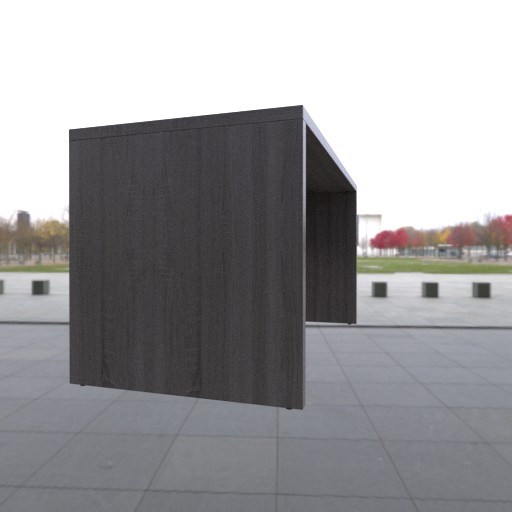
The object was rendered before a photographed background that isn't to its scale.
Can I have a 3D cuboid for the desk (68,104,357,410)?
[{"bbox_3d":[0.000,0.000,1.833,0.690,0.745,1.380,0,1,18],"label":"desk"}]
